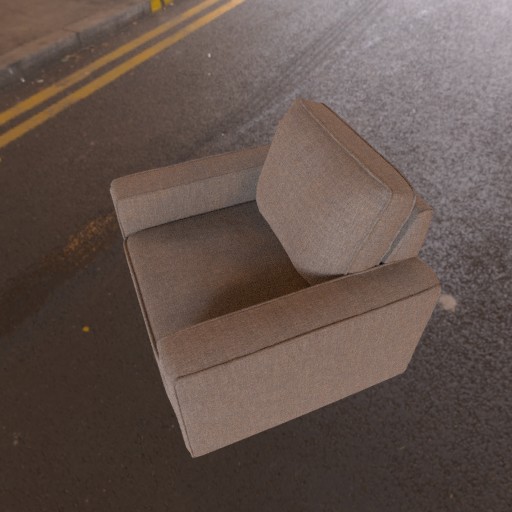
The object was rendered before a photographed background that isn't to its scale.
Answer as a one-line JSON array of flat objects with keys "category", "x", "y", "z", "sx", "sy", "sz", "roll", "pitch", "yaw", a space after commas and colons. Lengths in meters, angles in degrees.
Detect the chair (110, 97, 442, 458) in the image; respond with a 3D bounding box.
[{"category": "chair", "x": 0.000, "y": 0.000, "z": 1.729, "sx": 0.940, "sy": 0.914, "sz": 1.016, "roll": -17, "pitch": 48, "yaw": -15}]
